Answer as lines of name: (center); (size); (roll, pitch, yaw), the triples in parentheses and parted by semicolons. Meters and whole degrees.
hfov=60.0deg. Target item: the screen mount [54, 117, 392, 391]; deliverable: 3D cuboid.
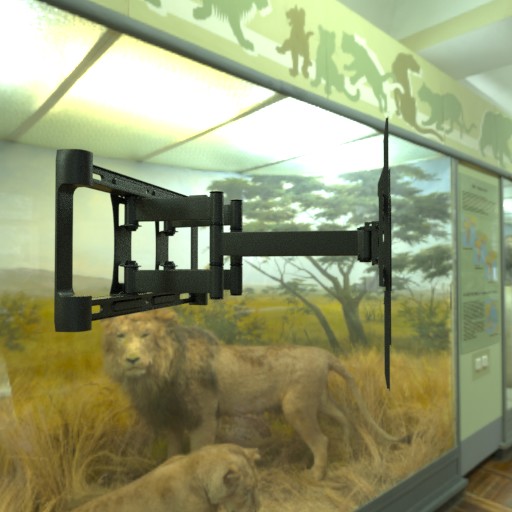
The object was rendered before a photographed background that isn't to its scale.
screen mount: (0.000, 0.000, 0.951); (0.556, 0.424, 0.571); (0, -1, 17)
